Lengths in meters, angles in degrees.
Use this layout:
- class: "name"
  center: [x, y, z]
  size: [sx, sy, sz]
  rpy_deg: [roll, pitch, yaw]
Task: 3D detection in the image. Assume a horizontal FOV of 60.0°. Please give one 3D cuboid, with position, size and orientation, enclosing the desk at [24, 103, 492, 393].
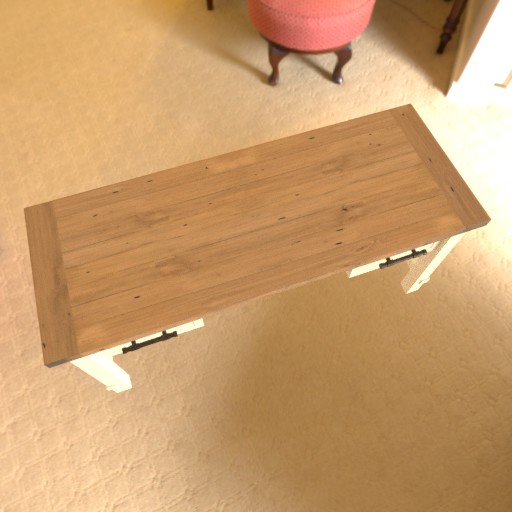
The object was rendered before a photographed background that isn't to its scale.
- class: "desk"
  center: [0.000, 0.000, 2.167]
  size: [1.803, 0.762, 0.688]
  rpy_deg: [-17, 64, -9]
